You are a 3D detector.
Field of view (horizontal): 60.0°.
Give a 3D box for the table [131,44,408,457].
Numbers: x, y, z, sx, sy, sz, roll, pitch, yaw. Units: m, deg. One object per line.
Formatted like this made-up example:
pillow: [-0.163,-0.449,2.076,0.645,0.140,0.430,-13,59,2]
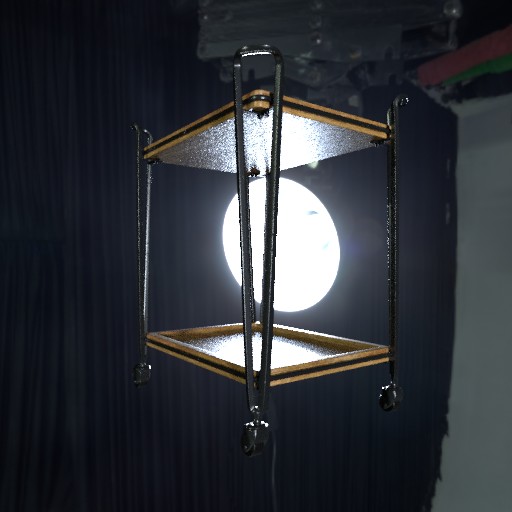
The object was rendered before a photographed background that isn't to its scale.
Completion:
table: [0.000,0.000,1.222,0.505,0.785,0.672,0,-1,-36]
